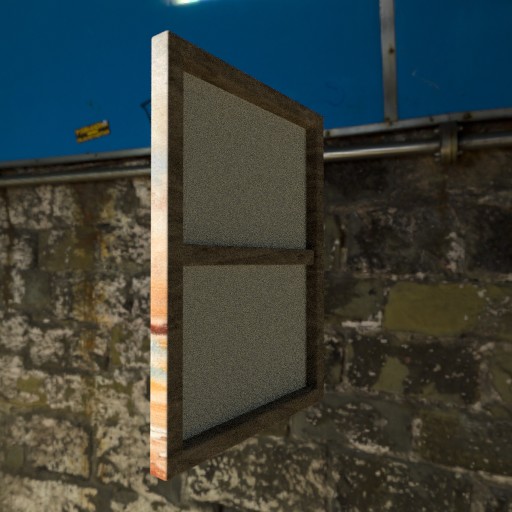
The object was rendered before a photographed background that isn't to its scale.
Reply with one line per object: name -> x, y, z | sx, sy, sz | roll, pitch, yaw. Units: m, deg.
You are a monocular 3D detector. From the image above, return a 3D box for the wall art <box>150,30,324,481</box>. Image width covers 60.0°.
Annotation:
wall art -> 0.000, 0.000, 0.779 | 0.035, 0.605, 0.443 | -1, -1, 37
